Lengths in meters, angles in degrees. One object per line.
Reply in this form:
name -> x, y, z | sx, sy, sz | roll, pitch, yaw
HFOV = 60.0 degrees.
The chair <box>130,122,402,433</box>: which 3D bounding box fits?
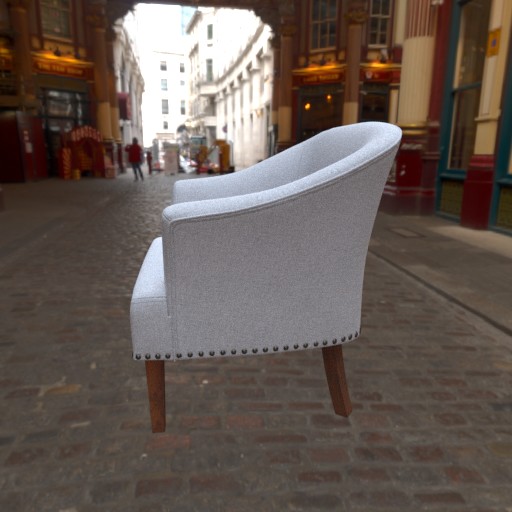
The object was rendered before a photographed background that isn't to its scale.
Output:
chair -> 0.000, 0.000, 1.403 | 0.704, 0.815, 0.798 | -2, 14, -8
